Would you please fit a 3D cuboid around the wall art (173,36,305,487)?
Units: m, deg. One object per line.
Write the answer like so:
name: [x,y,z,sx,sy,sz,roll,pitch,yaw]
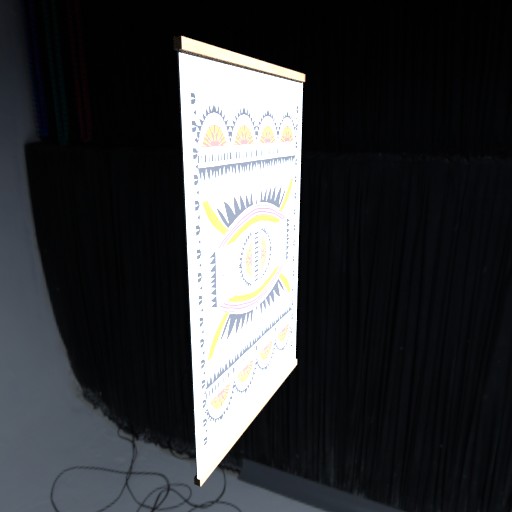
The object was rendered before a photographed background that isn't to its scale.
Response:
wall art: [0.000,0.000,1.881,0.028,1.533,0.999,8,18,25]
